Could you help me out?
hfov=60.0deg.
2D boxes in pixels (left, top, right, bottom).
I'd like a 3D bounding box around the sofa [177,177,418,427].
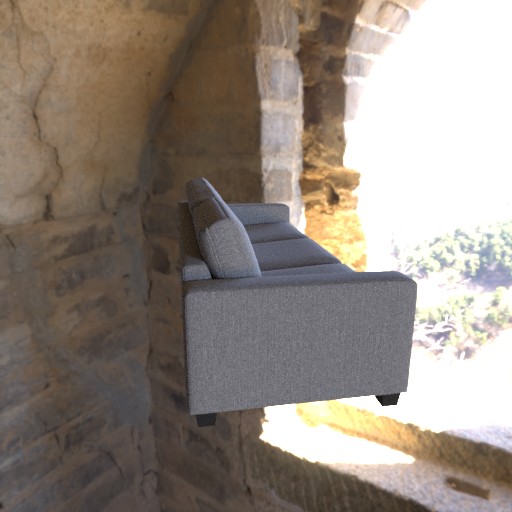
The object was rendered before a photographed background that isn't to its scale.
[{"bbox_3d":[0.000,0.000,2.645,0.900,0.800,2.120,-3,15,-10],"label":"sofa"}]
